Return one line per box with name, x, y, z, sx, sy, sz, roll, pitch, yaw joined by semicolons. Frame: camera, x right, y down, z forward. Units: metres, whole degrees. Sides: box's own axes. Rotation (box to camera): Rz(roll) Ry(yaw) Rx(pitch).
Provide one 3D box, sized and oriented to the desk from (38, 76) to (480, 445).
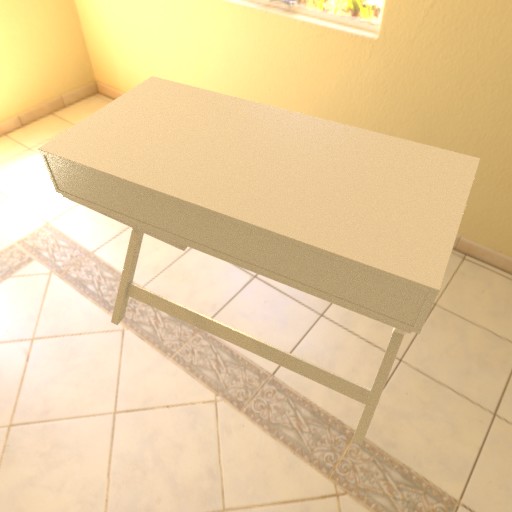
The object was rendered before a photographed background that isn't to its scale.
desk;0.000;0.000;1.452;1.059;0.780;0.509;21;49;19
